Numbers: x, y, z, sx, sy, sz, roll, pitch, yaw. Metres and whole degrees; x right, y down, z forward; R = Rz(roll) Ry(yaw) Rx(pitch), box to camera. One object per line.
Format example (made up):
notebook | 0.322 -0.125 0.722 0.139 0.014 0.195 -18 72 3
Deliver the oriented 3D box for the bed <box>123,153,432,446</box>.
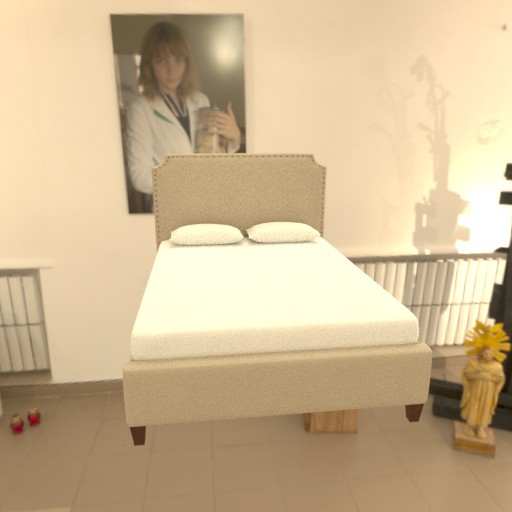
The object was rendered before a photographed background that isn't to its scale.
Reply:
bed | 0.000 0.000 3.404 1.713 1.443 2.372 -2 16 -7
